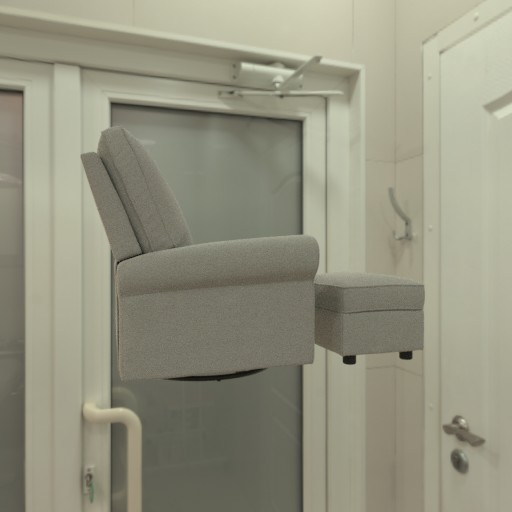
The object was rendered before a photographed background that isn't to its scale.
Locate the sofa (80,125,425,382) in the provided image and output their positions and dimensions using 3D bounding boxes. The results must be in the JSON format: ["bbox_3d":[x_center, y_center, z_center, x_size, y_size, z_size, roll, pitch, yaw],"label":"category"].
[{"bbox_3d":[0.000,0.000,2.058,1.478,0.959,0.880,0,0,-18],"label":"sofa"}]
